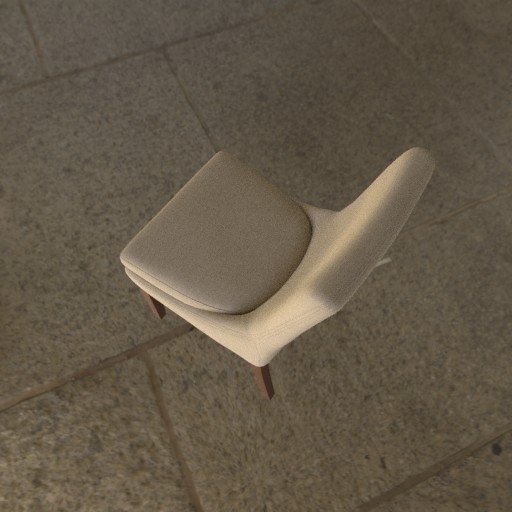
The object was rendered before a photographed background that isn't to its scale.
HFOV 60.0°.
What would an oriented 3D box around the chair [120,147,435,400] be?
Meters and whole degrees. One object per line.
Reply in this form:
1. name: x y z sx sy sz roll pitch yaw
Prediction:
1. chair: 0.000 0.000 1.293 0.638 0.940 0.515 33 67 16
